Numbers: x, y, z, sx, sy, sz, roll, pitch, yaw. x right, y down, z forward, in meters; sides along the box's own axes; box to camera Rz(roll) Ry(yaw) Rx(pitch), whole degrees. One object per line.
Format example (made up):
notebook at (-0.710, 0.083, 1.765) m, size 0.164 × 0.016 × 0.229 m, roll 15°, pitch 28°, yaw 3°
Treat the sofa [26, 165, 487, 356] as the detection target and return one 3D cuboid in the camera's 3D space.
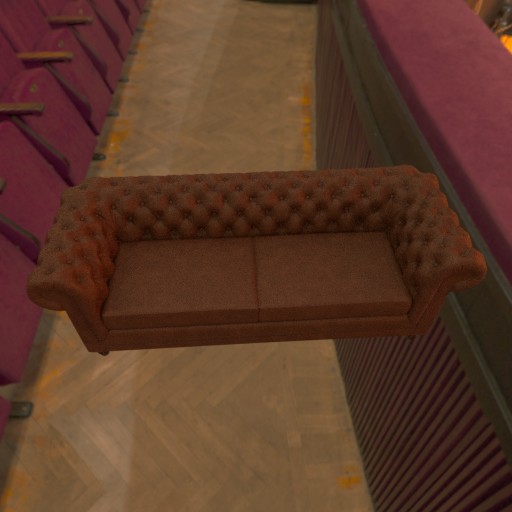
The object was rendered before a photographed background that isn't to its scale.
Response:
sofa at (0.000, 0.000, 2.777) m, size 2.385 × 0.783 × 0.944 m, roll -3°, pitch 46°, yaw -2°
